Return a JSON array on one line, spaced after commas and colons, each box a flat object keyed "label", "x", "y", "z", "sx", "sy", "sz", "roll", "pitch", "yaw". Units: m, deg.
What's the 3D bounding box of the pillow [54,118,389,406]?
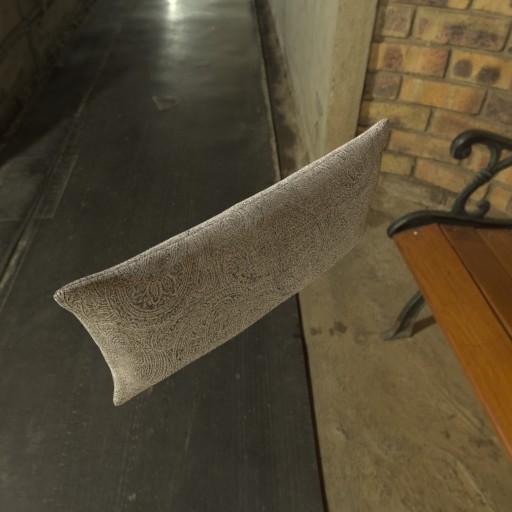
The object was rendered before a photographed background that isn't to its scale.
[{"label": "pillow", "x": 0.000, "y": 0.000, "z": 0.753, "sx": 0.615, "sy": 0.295, "sz": 0.151, "roll": -32, "pitch": 54, "yaw": -26}]
